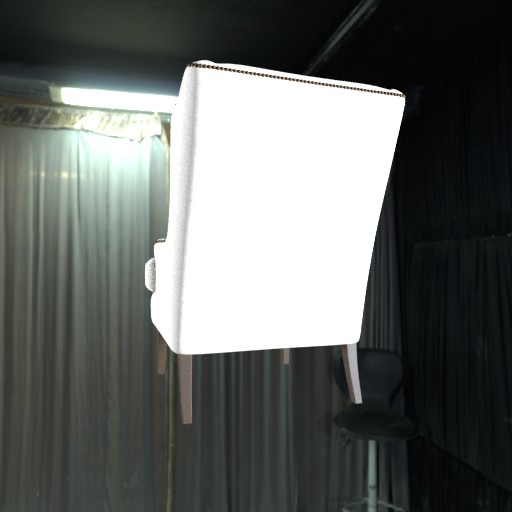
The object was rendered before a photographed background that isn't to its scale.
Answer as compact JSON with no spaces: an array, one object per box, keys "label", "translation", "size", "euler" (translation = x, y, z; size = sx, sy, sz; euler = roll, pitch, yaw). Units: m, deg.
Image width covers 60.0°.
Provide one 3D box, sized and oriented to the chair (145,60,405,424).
[{"label":"chair","translation":[0.000,0.000,1.664],"size":[0.737,1.029,0.940],"euler":[0,-1,-19]}]
